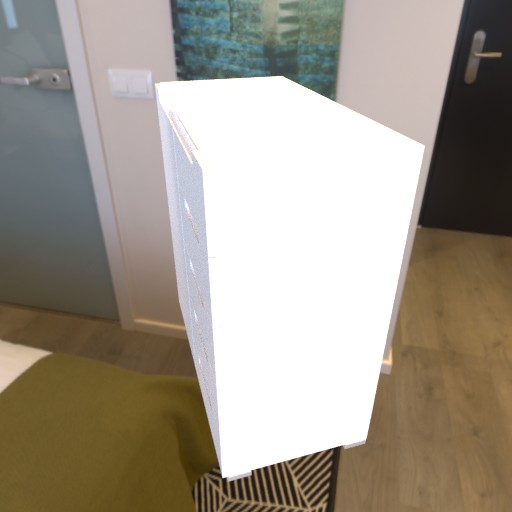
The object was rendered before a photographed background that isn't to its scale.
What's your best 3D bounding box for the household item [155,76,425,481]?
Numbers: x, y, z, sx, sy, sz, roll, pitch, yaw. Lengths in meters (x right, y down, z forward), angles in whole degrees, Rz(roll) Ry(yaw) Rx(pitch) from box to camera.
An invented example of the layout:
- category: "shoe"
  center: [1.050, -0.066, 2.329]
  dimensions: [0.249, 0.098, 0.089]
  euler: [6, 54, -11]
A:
- category: "household item"
  center: [0.000, 0.000, 1.328]
  dimensions: [0.420, 0.870, 0.800]
  euler: [-9, 32, -14]
